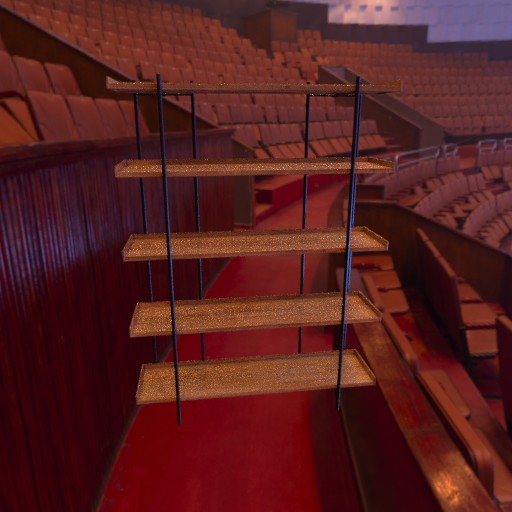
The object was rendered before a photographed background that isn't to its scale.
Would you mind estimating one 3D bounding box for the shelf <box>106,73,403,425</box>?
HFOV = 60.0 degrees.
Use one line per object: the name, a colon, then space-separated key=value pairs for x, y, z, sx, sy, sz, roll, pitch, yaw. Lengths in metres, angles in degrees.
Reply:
shelf: x=0.000 y=0.000 z=2.450 sx=1.371 sy=1.826 sz=0.379 roll=-2 pitch=17 yaw=-8
